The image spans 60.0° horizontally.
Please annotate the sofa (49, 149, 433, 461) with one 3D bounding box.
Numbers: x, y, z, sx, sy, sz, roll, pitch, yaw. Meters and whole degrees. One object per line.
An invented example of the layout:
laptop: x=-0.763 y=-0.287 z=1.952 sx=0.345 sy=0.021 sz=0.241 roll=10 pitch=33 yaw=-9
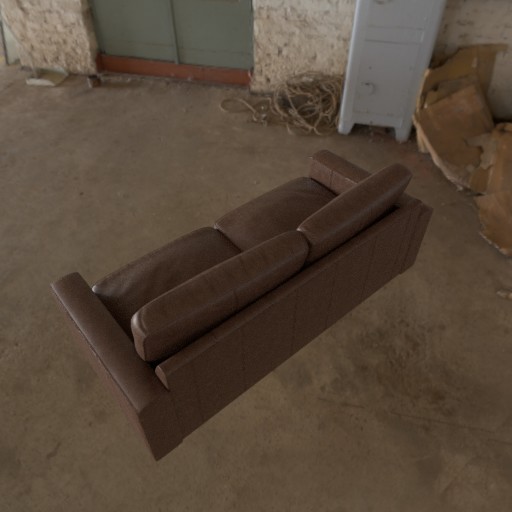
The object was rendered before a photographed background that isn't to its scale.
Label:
sofa: x=0.000 y=0.000 z=2.734 sx=2.179 sy=0.873 sz=1.016 roll=-31 pitch=52 yaw=-27
